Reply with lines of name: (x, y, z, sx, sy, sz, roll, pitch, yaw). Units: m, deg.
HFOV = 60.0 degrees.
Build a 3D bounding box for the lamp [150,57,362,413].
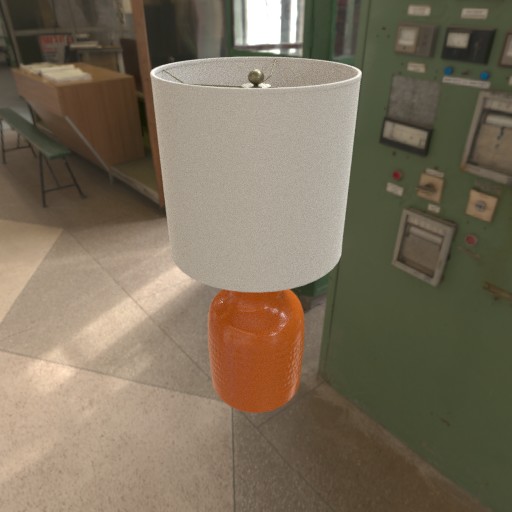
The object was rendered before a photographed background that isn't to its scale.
lamp: (0.000, 0.000, 1.114, 0.418, 0.871, 0.418, -22, 37, -32)
